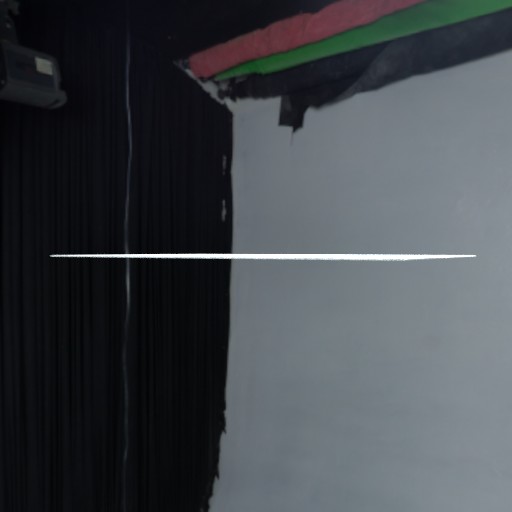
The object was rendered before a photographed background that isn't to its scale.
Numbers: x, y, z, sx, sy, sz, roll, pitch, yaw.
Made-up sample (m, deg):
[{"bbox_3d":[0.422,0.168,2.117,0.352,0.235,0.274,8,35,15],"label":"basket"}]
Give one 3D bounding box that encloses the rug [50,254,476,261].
[{"bbox_3d":[0.000,0.000,2.985,2.457,0.009,1.512,0,1,36],"label":"rug"}]
